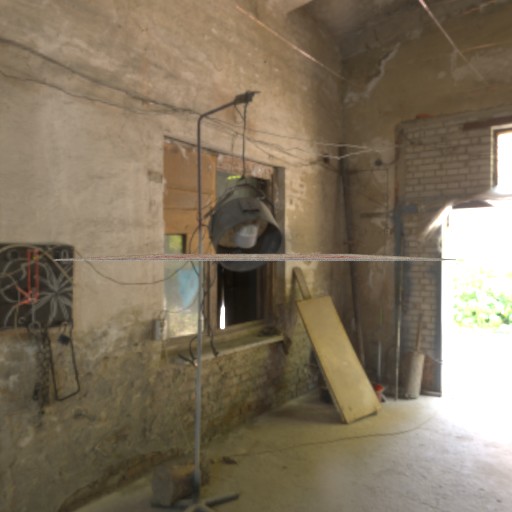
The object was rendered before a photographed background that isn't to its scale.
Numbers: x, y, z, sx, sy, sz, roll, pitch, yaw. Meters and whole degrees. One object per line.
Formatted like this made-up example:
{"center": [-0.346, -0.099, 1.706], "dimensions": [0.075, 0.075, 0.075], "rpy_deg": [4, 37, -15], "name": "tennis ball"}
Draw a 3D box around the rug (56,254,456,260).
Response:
{"center": [0.000, 0.000, 4.222], "dimensions": [2.451, 0.008, 3.143], "rpy_deg": [0, 1, 0], "name": "rug"}
